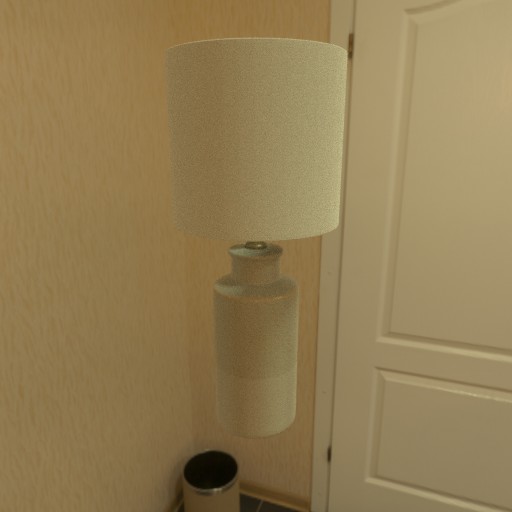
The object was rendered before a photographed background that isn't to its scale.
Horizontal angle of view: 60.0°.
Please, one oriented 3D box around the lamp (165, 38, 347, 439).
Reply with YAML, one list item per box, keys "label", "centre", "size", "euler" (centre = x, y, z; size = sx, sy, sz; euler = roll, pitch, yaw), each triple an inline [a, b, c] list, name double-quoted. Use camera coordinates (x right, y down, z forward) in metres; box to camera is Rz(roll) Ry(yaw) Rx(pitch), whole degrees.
- label: "lamp"
  centre: [0.000, 0.000, 0.591]
  size: [0.212, 0.493, 0.212]
  euler: [-2, 16, -8]
